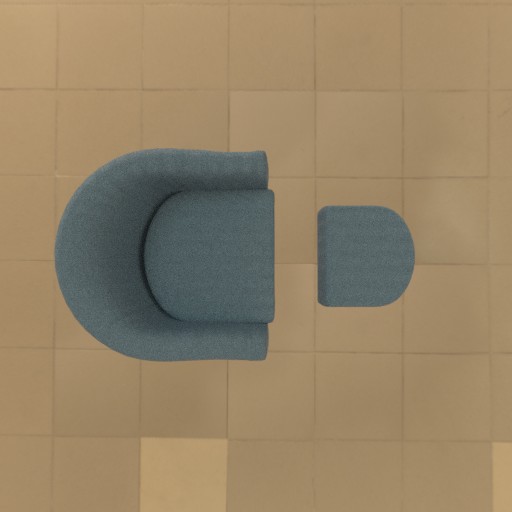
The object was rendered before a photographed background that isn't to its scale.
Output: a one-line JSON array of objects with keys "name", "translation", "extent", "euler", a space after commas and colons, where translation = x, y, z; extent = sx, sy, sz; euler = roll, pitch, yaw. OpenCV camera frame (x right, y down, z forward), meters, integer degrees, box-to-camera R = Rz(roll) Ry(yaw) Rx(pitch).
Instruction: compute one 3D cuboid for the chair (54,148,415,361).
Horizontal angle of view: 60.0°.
[{"name": "chair", "translation": [0.000, 0.000, 1.774], "extent": [1.288, 0.757, 0.756], "euler": [0, 89, 1]}]
